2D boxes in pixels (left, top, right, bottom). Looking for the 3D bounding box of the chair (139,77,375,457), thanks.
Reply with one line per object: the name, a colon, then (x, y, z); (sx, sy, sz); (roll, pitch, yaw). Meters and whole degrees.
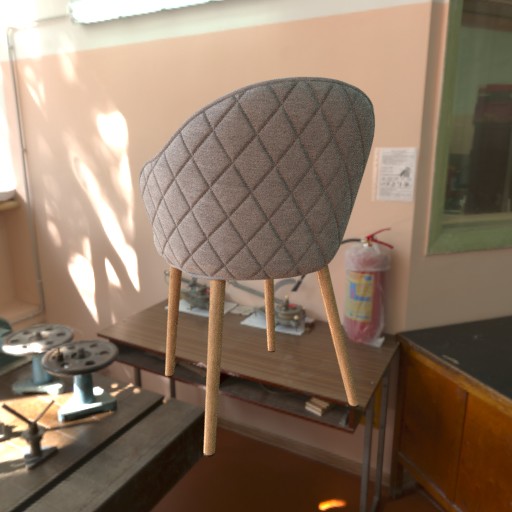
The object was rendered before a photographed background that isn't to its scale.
chair: (0.000, 0.000, 1.147); (0.540, 0.800, 0.530); (-7, 15, -27)
